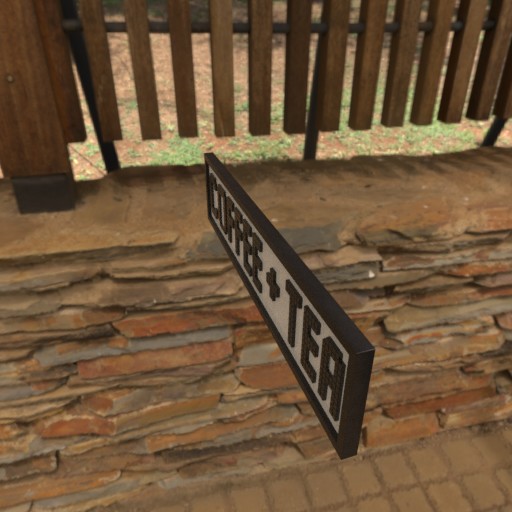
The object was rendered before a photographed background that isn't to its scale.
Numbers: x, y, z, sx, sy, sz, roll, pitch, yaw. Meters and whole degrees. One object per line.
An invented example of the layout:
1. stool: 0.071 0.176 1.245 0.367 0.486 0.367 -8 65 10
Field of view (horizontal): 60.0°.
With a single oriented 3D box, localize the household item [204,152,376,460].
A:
1. household item: 0.000 0.000 1.098 0.030 0.236 1.001 -9 31 -16
